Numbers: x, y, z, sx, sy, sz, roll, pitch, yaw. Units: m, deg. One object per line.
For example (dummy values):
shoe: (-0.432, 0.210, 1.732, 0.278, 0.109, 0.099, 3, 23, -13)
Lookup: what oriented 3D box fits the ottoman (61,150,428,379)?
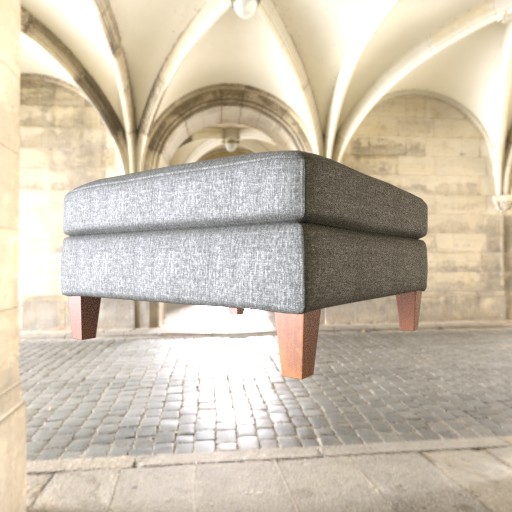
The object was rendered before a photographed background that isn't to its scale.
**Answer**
ottoman: (0.000, 0.000, 1.377, 0.838, 0.481, 0.838, -1, -1, 36)
